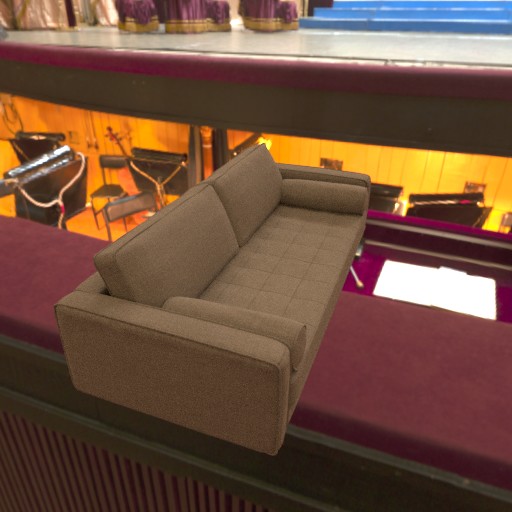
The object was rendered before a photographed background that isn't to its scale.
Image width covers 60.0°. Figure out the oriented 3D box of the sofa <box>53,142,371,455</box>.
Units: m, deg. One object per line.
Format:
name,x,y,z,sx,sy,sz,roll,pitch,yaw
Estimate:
sofa,0.000,0.000,2.318,0.914,0.762,1.879,11,31,18
